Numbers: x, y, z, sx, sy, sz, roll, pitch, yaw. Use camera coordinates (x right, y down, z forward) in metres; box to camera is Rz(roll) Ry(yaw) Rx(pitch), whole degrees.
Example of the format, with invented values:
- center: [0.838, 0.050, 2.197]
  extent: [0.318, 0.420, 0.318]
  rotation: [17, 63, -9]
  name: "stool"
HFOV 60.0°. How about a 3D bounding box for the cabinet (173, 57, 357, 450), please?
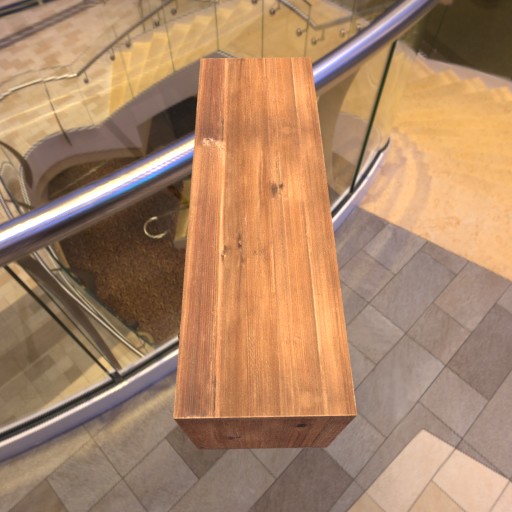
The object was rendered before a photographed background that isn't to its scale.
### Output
- center: [0.000, 0.000, 1.785]
  extent: [0.472, 0.800, 1.400]
  rotation: [-1, 59, 0]
  name: "cabinet"
